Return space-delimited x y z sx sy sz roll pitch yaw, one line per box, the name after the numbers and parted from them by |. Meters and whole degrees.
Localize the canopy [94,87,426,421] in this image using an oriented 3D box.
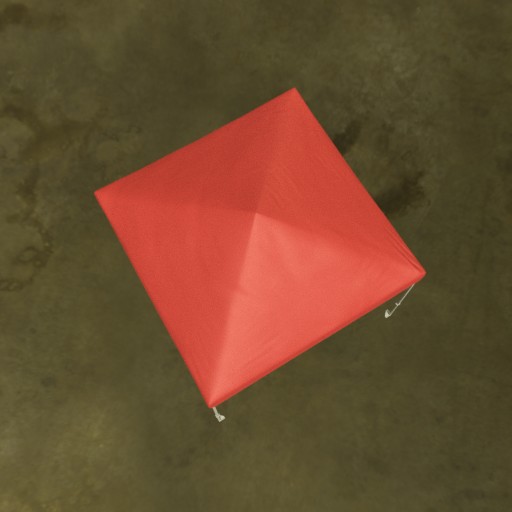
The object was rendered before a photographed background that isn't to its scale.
0.000 0.000 5.152 2.848 2.849 2.849 -30 77 -8 | canopy
